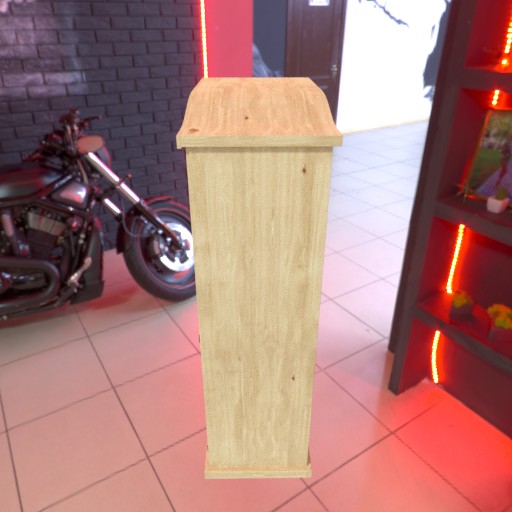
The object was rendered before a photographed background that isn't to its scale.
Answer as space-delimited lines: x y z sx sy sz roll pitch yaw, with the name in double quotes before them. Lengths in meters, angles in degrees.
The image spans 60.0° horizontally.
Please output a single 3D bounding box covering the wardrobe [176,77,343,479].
"wardrobe" 0.000 0.000 2.566 0.570 1.870 1.500 0 28 -1
